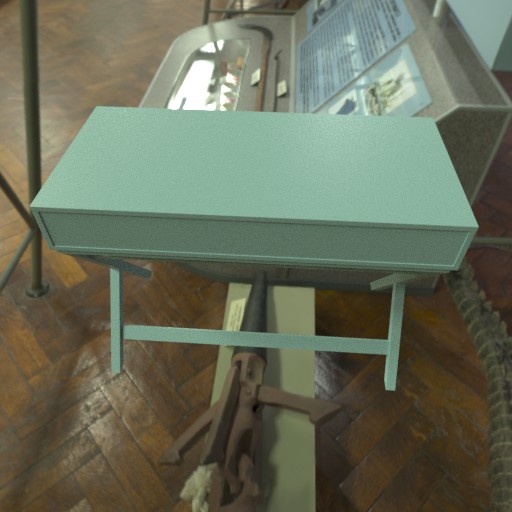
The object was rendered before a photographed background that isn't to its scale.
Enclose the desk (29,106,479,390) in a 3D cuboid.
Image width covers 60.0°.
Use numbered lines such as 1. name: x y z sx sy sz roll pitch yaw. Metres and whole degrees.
1. desk: 0.000 0.000 1.494 1.059 0.780 0.509 3 46 3
